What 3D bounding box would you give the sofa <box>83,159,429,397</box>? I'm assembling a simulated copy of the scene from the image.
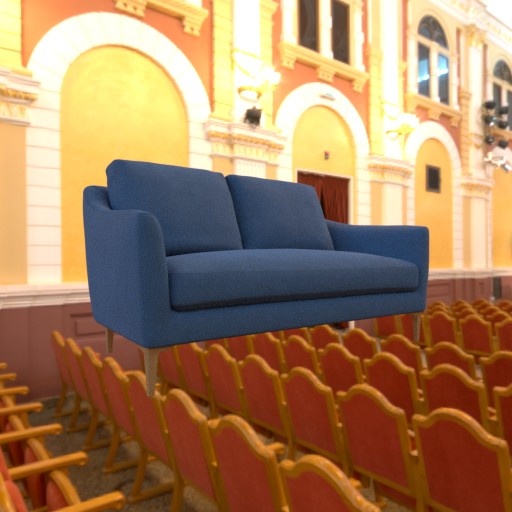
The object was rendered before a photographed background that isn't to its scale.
[{"bbox_3d":[0.000,0.000,2.219,1.619,0.902,0.960,0,0,-37],"label":"sofa"}]
